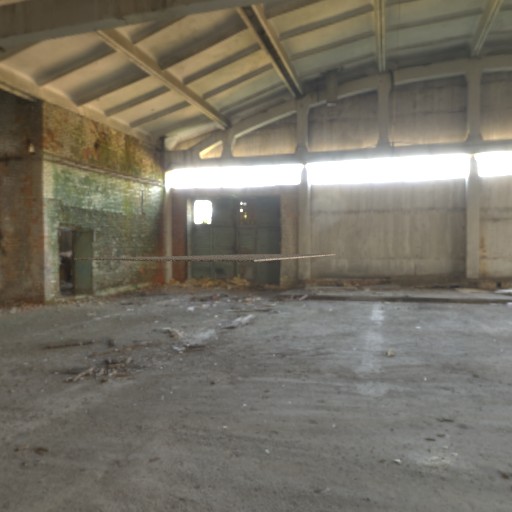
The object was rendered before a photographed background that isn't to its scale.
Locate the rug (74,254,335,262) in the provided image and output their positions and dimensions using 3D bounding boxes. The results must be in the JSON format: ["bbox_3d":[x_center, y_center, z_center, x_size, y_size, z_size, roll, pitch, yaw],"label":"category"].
[{"bbox_3d":[0.000,0.000,2.725,0.706,0.009,2.443,0,1,16],"label":"rug"}]
